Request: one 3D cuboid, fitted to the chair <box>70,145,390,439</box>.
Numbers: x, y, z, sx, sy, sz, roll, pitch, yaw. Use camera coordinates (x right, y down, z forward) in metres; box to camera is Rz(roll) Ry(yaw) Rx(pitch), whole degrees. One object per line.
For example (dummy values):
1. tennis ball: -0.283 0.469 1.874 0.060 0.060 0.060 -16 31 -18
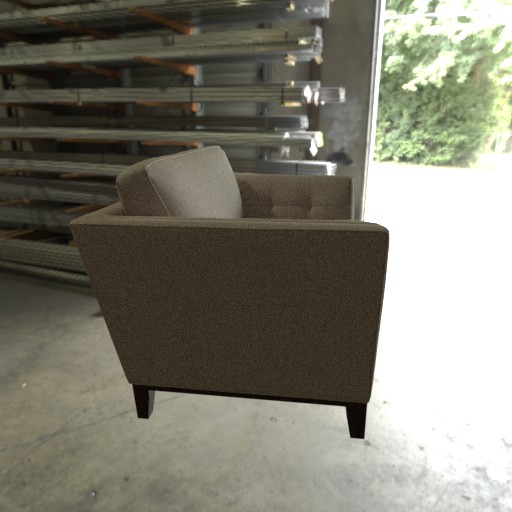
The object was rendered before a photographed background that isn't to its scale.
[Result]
1. chair: 0.000 0.000 2.032 0.965 0.940 1.397 2 17 8
